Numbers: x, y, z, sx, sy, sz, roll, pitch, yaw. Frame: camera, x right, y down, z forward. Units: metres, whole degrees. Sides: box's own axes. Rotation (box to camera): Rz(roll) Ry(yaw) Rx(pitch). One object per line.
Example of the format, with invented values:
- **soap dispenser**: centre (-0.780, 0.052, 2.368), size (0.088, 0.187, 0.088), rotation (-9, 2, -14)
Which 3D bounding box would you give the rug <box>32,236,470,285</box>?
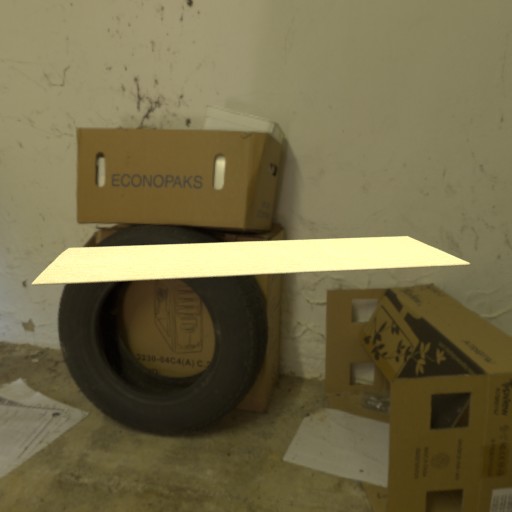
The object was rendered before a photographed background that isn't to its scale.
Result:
- **rug**: centre (0.000, 0.000, 2.796), size (2.450, 0.014, 0.793), rotation (-2, 15, -9)
